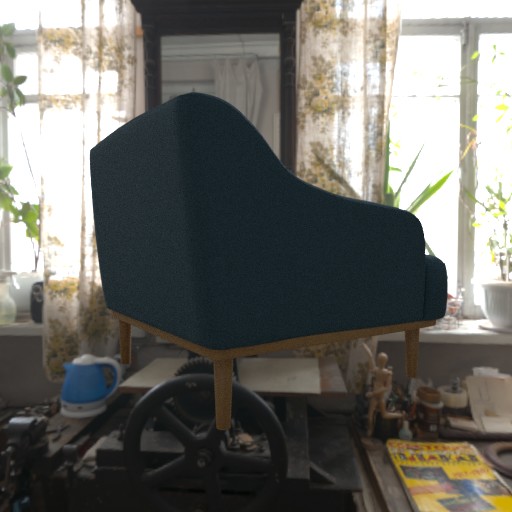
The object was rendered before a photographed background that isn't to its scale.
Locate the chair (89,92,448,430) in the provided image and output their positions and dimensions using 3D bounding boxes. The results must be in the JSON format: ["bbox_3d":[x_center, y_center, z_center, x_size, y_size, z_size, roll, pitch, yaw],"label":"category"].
[{"bbox_3d":[0.000,0.000,1.580,0.951,0.818,0.946,-1,2,-36],"label":"chair"}]
